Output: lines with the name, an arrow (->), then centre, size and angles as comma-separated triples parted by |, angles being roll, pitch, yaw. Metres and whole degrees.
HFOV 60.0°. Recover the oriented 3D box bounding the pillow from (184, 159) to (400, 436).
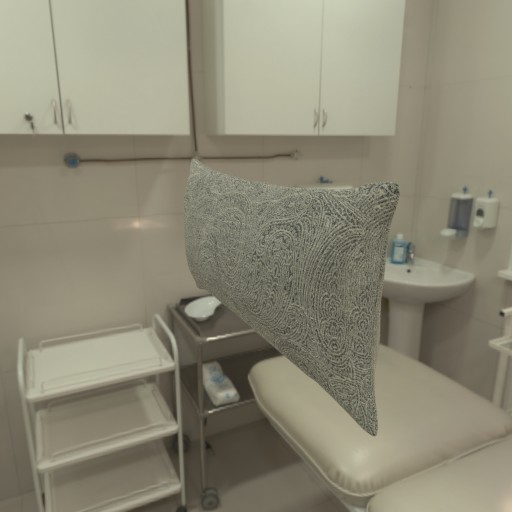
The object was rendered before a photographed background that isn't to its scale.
pillow -> 0.000, 0.000, 0.737 | 0.151, 0.295, 0.615 | -7, 17, -26
